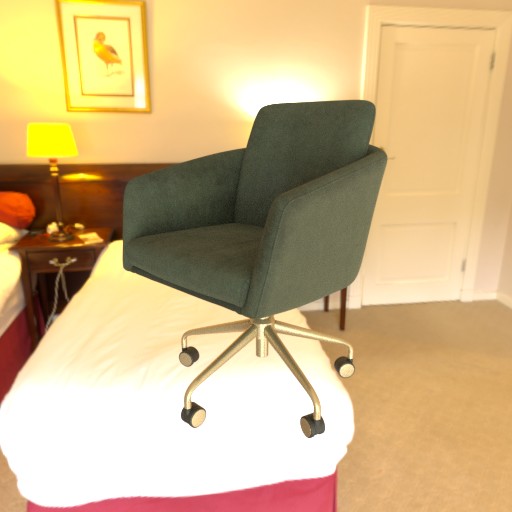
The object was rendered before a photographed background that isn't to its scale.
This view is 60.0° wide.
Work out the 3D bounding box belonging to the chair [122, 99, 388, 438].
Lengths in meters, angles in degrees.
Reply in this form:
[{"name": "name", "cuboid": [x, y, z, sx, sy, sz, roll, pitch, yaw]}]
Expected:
[{"name": "chair", "cuboid": [0.000, 0.000, 1.347, 0.641, 0.908, 0.635, 15, 22, 41]}]
